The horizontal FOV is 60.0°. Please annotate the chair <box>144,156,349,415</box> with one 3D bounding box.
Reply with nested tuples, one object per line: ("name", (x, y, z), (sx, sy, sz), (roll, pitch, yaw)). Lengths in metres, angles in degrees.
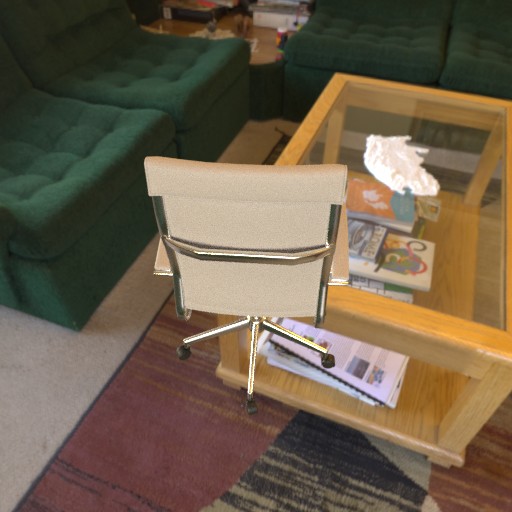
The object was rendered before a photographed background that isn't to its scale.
("chair", (0.000, 0.000, 1.552), (0.679, 1.149, 0.667), (3, 45, 3))
